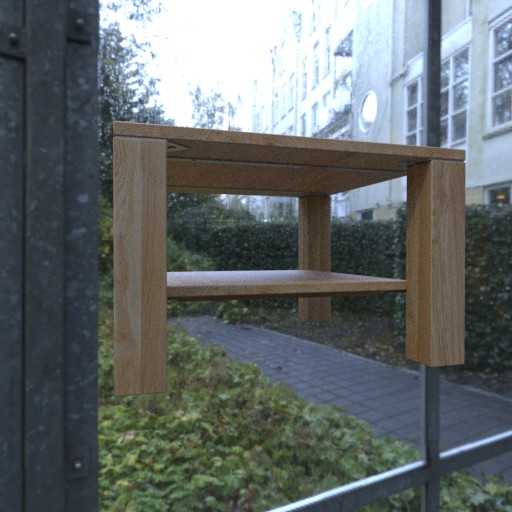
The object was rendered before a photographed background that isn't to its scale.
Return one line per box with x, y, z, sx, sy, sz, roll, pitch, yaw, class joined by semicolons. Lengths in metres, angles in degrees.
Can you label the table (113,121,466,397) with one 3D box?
0.000;0.000;1.157;0.700;0.450;0.700;0;1;-17;table
